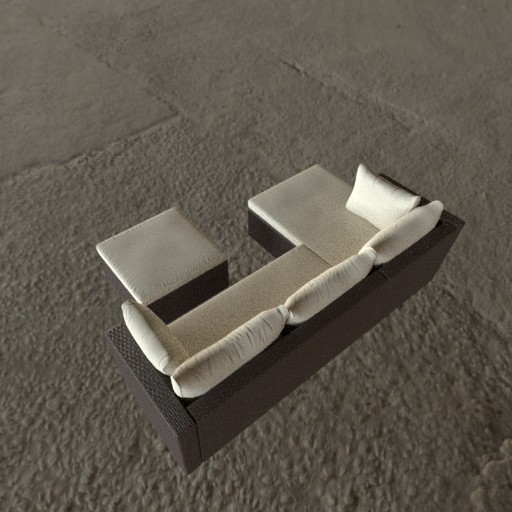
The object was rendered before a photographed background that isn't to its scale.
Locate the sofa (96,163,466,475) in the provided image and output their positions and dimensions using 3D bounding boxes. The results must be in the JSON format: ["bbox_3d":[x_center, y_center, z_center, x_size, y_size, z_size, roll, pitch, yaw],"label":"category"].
[{"bbox_3d":[0.000,0.000,2.986,2.192,0.766,1.612,-31,54,-26],"label":"sofa"}]
